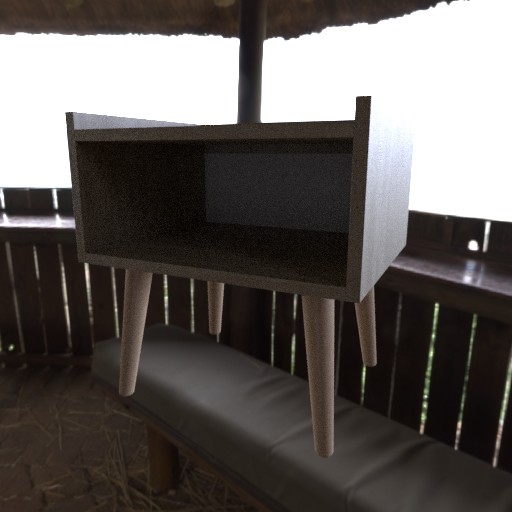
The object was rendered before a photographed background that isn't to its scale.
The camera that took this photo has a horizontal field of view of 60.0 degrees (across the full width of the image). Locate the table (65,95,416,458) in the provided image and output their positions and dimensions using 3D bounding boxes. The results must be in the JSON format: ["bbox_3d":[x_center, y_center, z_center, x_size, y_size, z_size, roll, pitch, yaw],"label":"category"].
[{"bbox_3d":[0.000,0.000,0.775,0.450,0.470,0.370,6,15,25],"label":"table"}]
